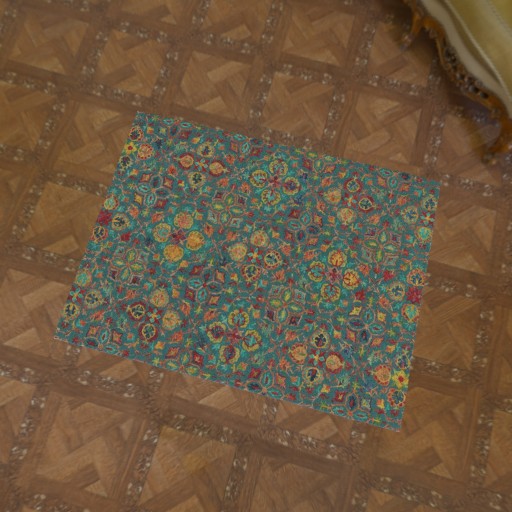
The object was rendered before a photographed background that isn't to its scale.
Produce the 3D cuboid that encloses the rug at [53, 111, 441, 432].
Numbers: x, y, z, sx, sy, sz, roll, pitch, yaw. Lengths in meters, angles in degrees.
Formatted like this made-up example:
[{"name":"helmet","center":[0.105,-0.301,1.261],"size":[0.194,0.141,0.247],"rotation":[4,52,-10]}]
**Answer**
[{"name":"rug","center":[0.000,0.000,4.242],"size":[3.204,0.025,2.434],"rotation":[14,75,4]}]
